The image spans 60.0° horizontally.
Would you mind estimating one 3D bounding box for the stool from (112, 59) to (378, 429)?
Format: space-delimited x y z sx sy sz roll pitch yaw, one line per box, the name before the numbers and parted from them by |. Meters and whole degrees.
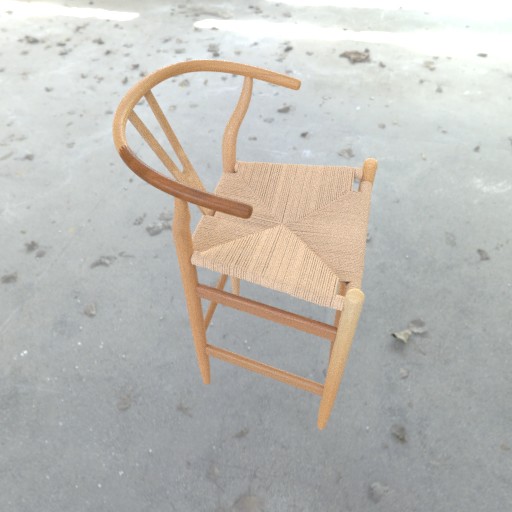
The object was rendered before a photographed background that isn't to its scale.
stool | 0.000 0.000 1.254 0.575 0.923 0.536 10 48 9
